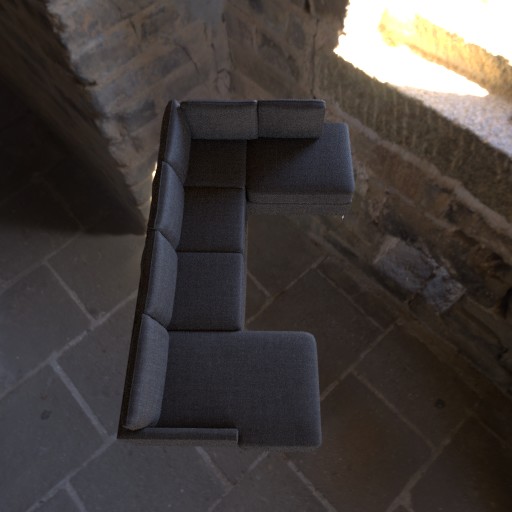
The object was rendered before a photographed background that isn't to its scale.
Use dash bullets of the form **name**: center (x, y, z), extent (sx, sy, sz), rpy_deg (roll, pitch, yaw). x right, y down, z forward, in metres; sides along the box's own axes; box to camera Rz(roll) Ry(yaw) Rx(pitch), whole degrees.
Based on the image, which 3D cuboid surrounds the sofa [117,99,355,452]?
- **sofa**: center (0.000, 0.000, 4.278), extent (2.048, 0.999, 3.423), rpy_deg (1, 62, 0)
